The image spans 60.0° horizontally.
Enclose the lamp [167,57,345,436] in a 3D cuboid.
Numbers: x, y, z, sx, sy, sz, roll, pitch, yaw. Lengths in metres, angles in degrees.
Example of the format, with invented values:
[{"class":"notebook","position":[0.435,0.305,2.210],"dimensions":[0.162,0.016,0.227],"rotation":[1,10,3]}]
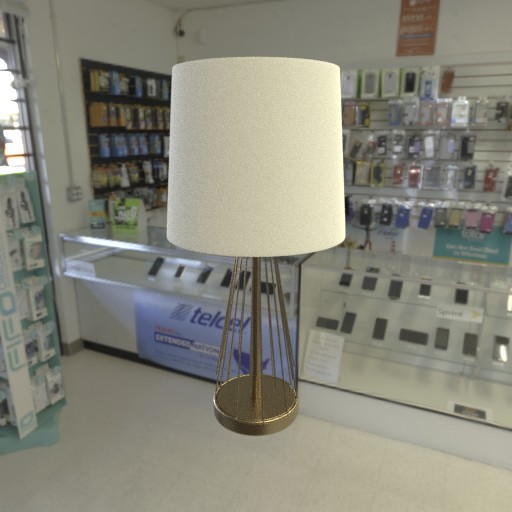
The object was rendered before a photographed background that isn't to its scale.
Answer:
[{"class":"lamp","position":[0.000,0.000,0.778],"dimensions":[0.303,0.618,0.303],"rotation":[0,16,0]}]
